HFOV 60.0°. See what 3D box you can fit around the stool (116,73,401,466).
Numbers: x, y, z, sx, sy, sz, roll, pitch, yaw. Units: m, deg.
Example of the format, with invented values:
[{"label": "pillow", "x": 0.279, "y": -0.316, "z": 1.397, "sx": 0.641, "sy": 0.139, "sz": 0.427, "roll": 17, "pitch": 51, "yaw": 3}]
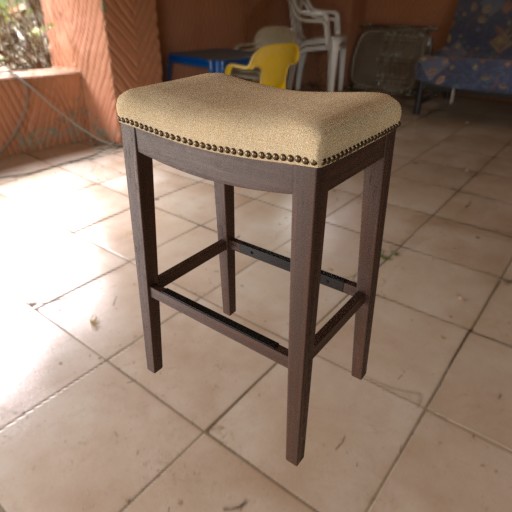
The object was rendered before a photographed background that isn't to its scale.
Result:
[{"label": "stool", "x": 0.000, "y": 0.000, "z": 1.072, "sx": 0.509, "sy": 0.768, "sz": 0.363, "roll": 21, "pitch": 36, "yaw": 32}]
